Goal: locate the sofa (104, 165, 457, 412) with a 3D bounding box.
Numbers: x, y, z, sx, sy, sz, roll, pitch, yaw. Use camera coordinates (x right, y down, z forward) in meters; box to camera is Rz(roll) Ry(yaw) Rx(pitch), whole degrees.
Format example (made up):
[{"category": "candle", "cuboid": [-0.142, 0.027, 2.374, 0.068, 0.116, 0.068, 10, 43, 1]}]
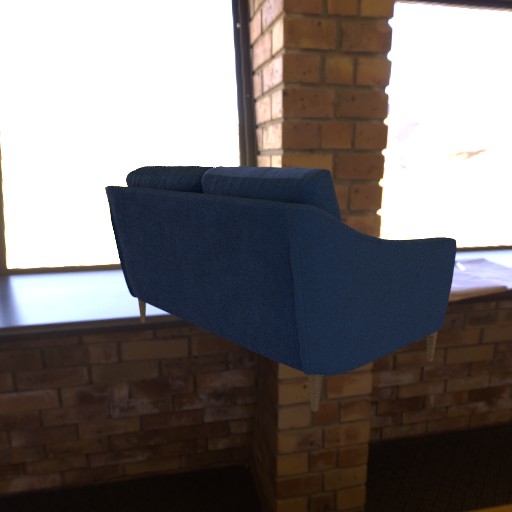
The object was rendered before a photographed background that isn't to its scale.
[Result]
[{"category": "sofa", "cuboid": [0.000, 0.000, 2.235, 0.960, 0.902, 1.619, -12, 17, -43]}]
